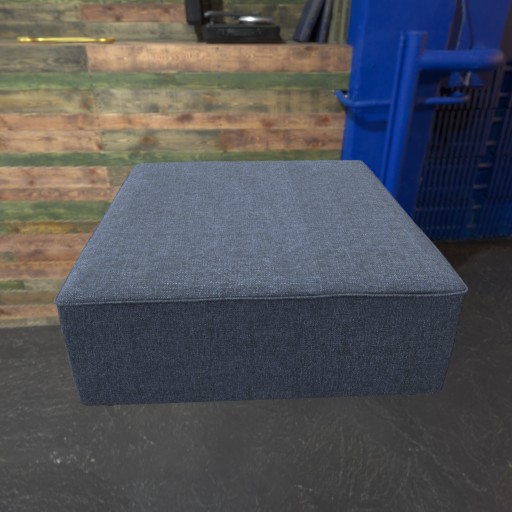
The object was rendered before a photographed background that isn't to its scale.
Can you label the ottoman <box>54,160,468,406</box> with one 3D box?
[{"bbox_3d":[0.000,0.000,1.562,1.017,0.423,1.023,-1,30,-2],"label":"ottoman"}]
